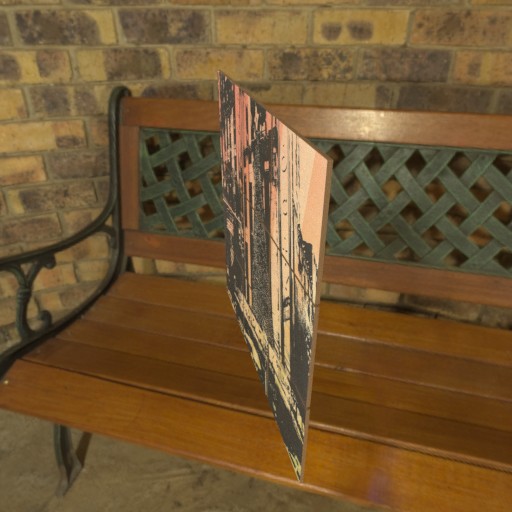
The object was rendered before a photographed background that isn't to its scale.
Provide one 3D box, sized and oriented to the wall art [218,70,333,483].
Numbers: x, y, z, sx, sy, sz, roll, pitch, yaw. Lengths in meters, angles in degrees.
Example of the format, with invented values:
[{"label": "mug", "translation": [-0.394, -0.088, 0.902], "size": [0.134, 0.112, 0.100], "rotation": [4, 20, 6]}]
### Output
[{"label": "wall art", "translation": [0.000, 0.000, 1.348], "size": [0.010, 0.917, 0.919], "rotation": [-8, 33, -13]}]
